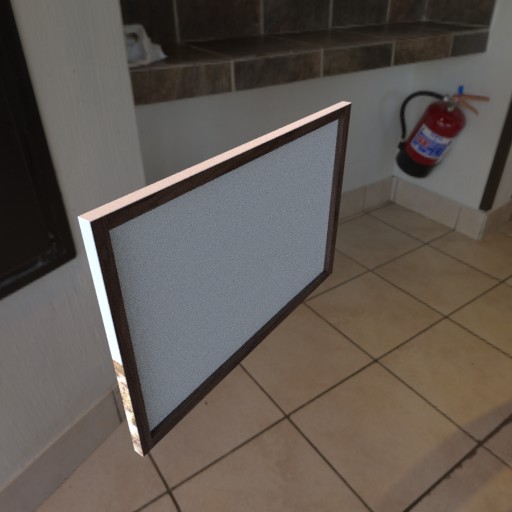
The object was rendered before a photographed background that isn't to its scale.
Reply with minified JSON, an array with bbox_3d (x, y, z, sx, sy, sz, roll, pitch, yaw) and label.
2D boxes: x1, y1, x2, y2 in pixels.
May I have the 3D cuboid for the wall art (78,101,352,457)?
[{"bbox_3d":[0.000,0.000,1.941,0.051,1.016,1.520,22,39,30],"label":"wall art"}]
